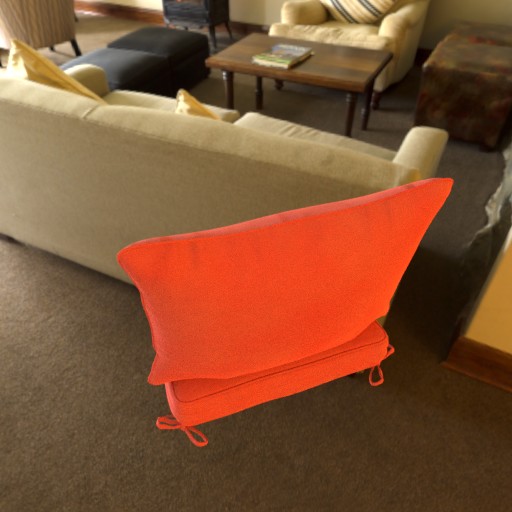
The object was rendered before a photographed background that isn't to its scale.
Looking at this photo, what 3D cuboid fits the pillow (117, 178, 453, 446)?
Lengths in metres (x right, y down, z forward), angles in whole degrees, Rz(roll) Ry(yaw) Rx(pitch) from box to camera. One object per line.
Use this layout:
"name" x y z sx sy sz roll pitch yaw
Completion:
"pillow" 0.000 0.000 1.352 0.798 0.725 0.733 -14 43 -15
